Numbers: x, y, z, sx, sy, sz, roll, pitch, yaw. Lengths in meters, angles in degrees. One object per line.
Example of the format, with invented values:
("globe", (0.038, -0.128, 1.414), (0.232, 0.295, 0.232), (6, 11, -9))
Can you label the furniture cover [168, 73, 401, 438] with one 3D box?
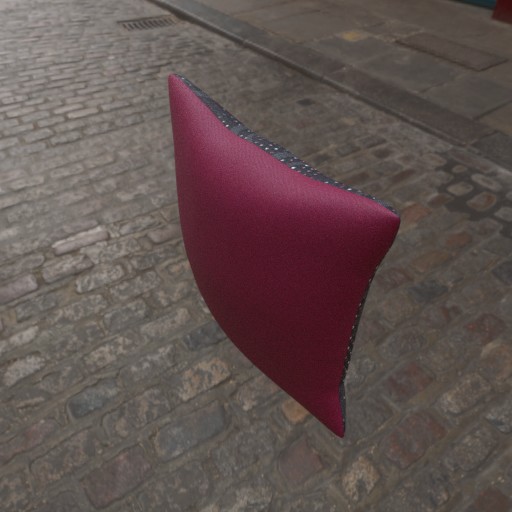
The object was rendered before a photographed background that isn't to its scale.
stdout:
("furniture cover", (0.000, 0.000, 0.819), (0.193, 0.509, 0.552), (-25, 48, -26))
